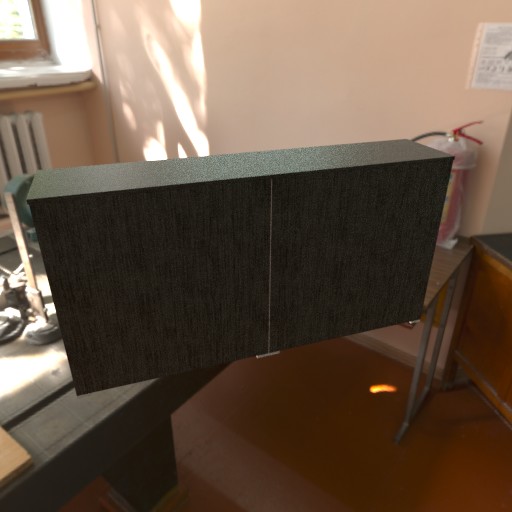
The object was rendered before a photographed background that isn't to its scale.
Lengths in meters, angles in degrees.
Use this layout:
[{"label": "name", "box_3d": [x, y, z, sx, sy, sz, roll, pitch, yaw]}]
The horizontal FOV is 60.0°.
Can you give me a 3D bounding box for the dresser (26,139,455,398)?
[{"label": "dresser", "box_3d": [0.000, 0.000, 1.840, 1.535, 0.790, 0.333, -9, 29, -17]}]
